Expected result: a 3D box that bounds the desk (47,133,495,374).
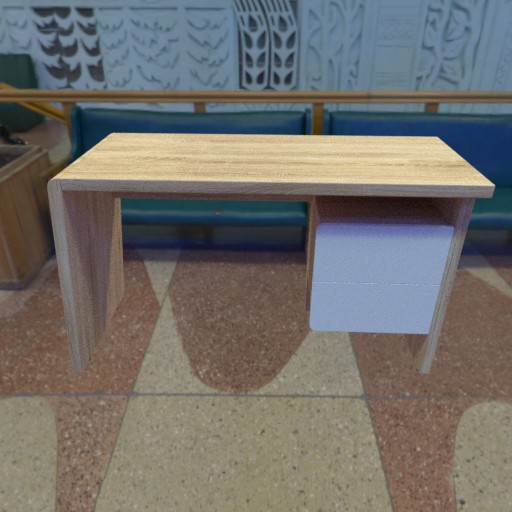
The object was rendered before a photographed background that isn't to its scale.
[{"bbox_3d":[0.000,0.000,1.607,1.300,0.750,0.500,1,30,2],"label":"desk"}]
